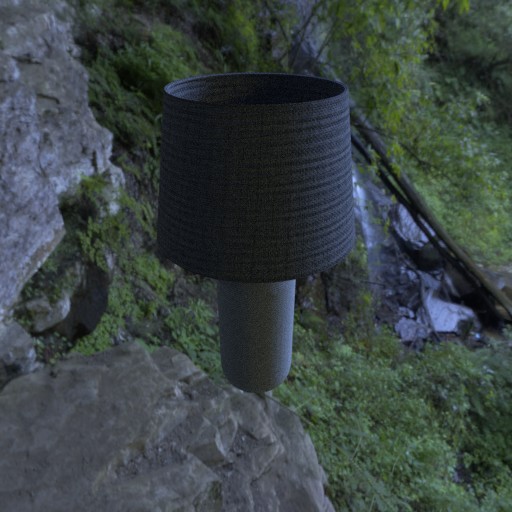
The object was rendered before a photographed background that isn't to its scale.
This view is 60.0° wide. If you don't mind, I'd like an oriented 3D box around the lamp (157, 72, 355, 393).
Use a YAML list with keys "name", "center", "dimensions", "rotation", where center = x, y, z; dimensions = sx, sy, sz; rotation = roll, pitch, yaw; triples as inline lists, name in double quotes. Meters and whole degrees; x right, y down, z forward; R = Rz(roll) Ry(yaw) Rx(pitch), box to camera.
- name: "lamp"
  center: [0.000, 0.000, 0.591]
  dimensions: [0.251, 0.429, 0.251]
  rotation: [0, 30, 0]
